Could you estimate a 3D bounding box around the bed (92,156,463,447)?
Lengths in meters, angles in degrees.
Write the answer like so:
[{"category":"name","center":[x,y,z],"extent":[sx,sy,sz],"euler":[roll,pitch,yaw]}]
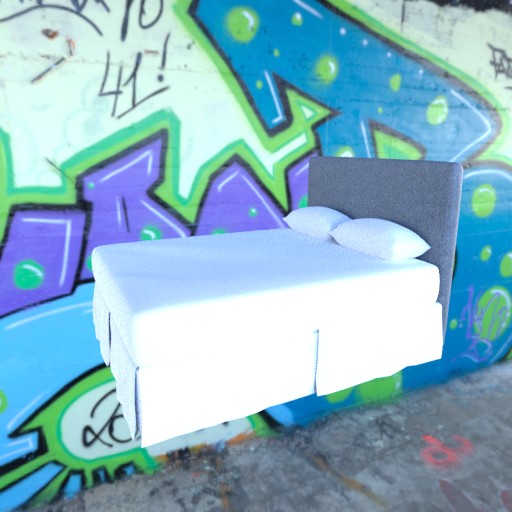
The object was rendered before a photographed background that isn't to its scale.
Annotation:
[{"category":"bed","center":[0.000,0.000,3.140],"extent":[2.142,1.330,1.723],"euler":[-7,16,-25]}]
